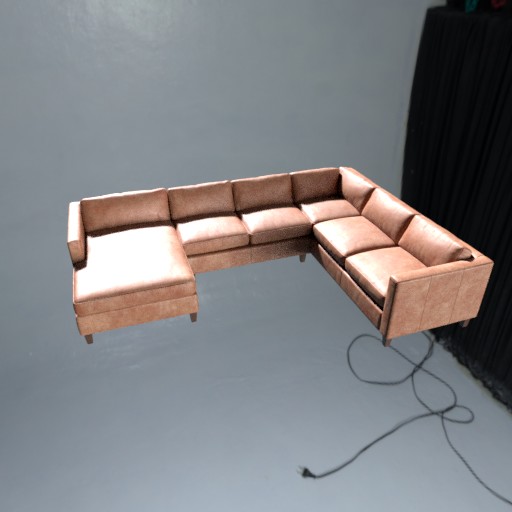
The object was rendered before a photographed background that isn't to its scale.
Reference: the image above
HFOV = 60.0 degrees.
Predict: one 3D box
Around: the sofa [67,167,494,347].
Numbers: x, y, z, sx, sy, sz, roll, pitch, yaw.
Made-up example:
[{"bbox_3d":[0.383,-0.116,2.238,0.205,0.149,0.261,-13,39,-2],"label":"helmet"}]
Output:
[{"bbox_3d":[0.000,0.000,4.371,3.401,0.832,2.430,-10,33,-16],"label":"sofa"}]
